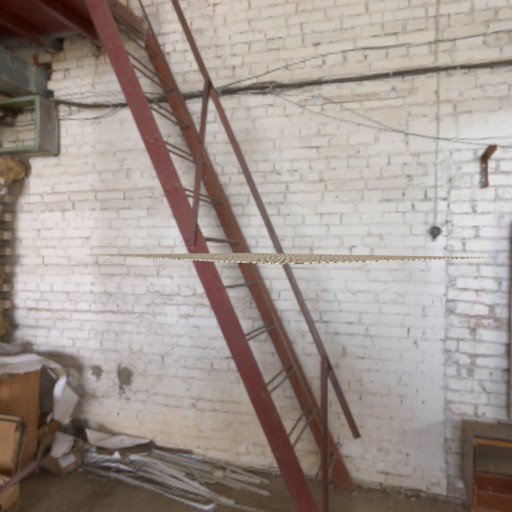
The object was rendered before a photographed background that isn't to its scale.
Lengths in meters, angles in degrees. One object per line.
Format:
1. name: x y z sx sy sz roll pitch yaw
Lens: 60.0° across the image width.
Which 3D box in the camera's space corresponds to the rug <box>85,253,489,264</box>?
1. rug: 0.000 0.000 2.225 1.177 0.004 1.750 -1 1 -37
